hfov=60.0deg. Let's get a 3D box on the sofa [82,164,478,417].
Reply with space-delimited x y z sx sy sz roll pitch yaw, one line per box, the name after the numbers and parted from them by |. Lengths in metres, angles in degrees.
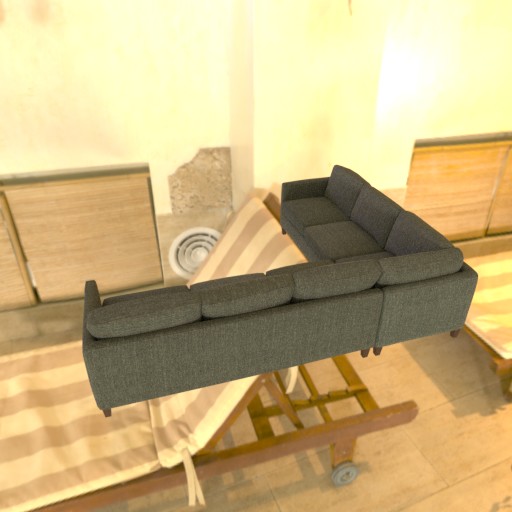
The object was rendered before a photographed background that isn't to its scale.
0.000 0.000 4.577 3.302 0.947 2.593 -9 32 -15 | sofa
